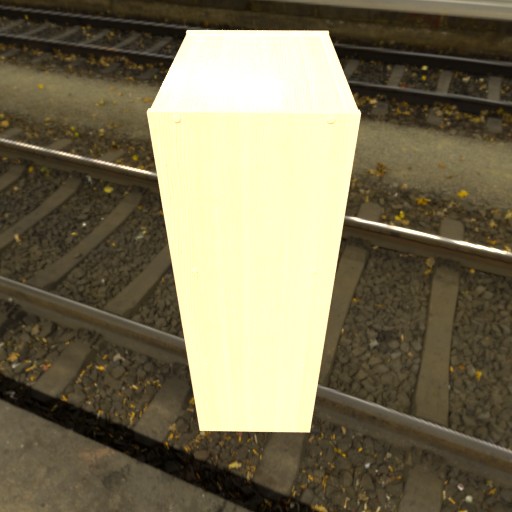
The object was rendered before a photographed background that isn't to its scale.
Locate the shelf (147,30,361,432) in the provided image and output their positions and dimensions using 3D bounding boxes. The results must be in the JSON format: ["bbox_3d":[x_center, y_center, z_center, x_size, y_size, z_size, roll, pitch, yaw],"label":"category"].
[{"bbox_3d":[0.000,0.000,1.049,0.292,0.876,0.417,1,41,1],"label":"shelf"}]
